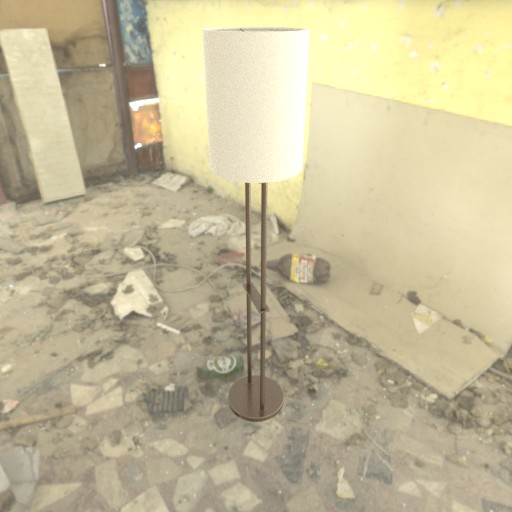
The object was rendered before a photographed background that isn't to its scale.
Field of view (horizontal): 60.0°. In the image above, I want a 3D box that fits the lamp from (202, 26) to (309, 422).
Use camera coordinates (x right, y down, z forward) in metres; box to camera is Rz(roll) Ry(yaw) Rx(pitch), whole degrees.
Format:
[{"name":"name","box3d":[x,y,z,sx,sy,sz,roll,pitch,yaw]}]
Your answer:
[{"name":"lamp","box3d":[0.000,0.000,1.643,0.305,1.500,0.306,-10,31,-17]}]
